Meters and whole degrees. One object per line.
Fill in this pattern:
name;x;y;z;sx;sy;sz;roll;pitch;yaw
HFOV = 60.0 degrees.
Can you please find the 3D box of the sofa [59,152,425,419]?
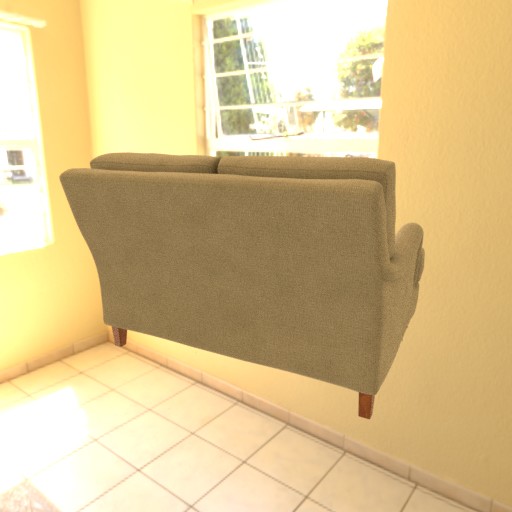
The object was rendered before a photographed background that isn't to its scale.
sofa;0.000;0.000;2.193;1.480;0.999;1.087;8;17;27
